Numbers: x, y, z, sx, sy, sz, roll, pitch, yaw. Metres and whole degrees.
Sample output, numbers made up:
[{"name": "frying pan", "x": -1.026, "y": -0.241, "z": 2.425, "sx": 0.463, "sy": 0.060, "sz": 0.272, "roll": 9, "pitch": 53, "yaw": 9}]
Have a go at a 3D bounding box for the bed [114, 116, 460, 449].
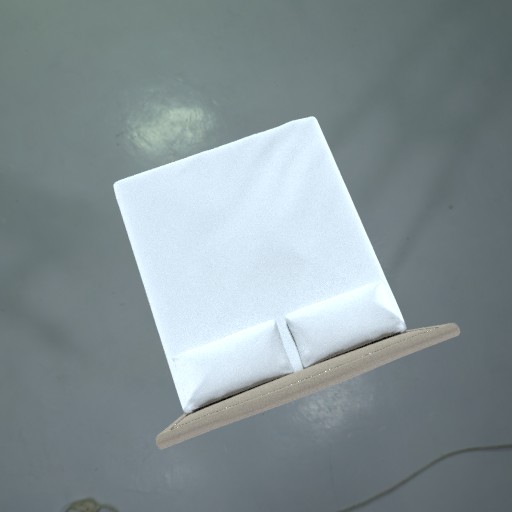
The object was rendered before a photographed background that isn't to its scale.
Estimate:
[{"name": "bed", "x": 0.000, "y": 0.000, "z": 3.637, "sx": 2.083, "sy": 1.421, "sz": 2.182, "roll": -20, "pitch": 78, "yaw": -4}]
